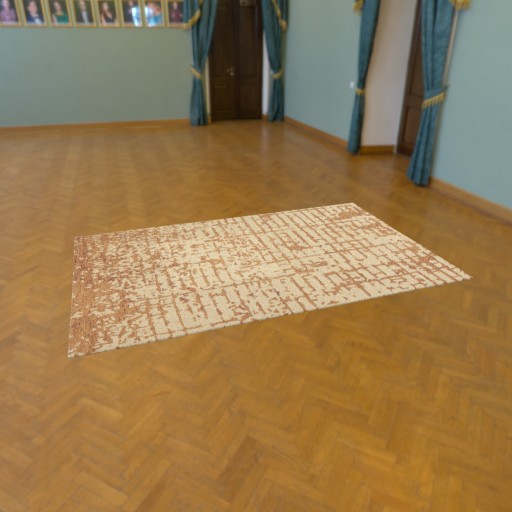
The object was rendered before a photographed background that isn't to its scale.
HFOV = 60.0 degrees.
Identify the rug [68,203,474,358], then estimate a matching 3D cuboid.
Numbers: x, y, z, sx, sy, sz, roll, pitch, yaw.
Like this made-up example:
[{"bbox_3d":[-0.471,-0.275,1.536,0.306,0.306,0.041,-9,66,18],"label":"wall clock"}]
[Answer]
[{"bbox_3d":[0.000,0.000,3.129,2.435,0.011,1.517,-9,28,-17],"label":"rug"}]
